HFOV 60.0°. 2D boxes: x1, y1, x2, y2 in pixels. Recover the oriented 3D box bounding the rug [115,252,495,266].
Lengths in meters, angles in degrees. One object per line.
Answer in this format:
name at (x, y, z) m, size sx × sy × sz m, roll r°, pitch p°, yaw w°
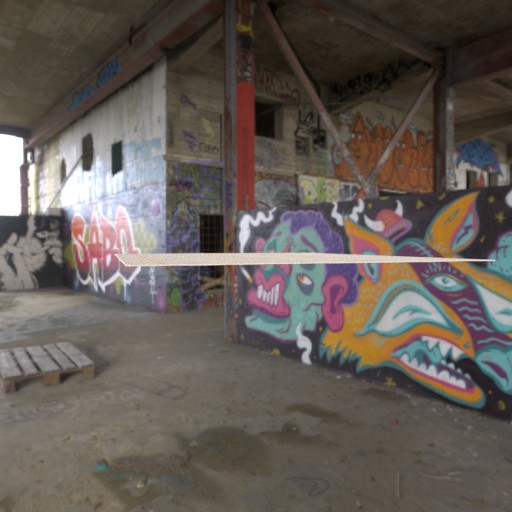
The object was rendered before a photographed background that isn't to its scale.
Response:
rug at (0.000, 0.000, 4.095) m, size 2.448 × 0.021 × 3.051 m, roll 0°, pitch 1°, yaw -19°
